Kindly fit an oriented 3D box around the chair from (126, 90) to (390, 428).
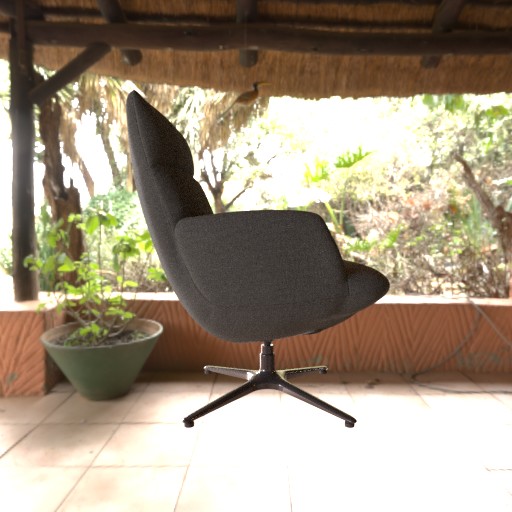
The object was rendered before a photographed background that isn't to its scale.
[{"bbox_3d":[0.000,0.000,1.550,0.831,0.984,0.702,0,2,0],"label":"chair"}]
